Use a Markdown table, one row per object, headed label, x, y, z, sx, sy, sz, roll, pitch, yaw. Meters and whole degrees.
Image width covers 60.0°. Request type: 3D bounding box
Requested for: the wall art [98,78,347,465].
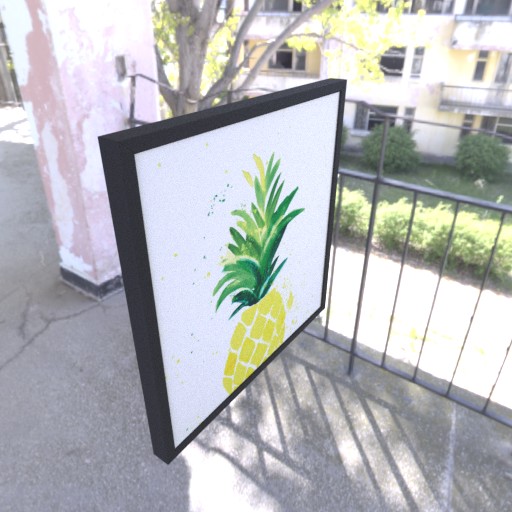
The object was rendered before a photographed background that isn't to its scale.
| label | x | y | z | sx | sy | sz | roll | pitch | yaw |
| --- | --- | --- | --- | --- | --- | --- | --- | --- | --- |
| wall art | 0.000 | 0.000 | 0.752 | 0.033 | 0.507 | 0.508 | 20 | 35 | 31 |
